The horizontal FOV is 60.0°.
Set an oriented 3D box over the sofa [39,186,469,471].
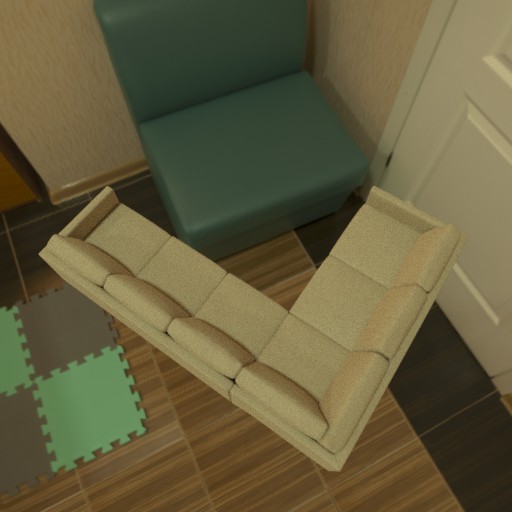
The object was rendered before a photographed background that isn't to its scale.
[{"bbox_3d":[0.000,0.000,4.303,3.182,0.863,2.432,32,68,14],"label":"sofa"}]
